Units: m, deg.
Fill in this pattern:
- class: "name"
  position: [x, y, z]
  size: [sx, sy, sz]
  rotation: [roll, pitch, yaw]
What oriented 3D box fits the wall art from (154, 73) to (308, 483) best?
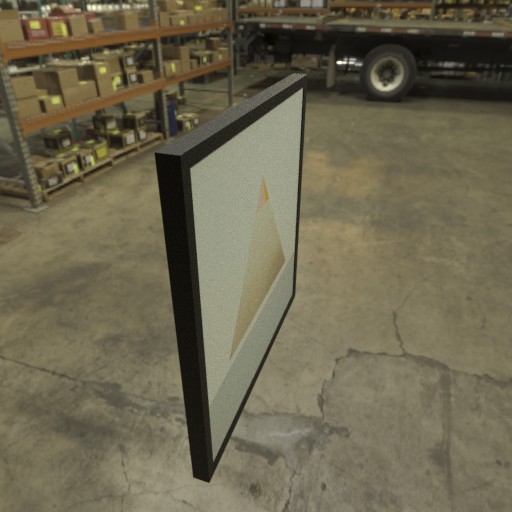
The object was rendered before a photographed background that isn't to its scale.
- class: "wall art"
  position: [0.000, 0.000, 1.134]
  size: [0.042, 0.766, 0.769]
  rotation: [10, 32, 16]
